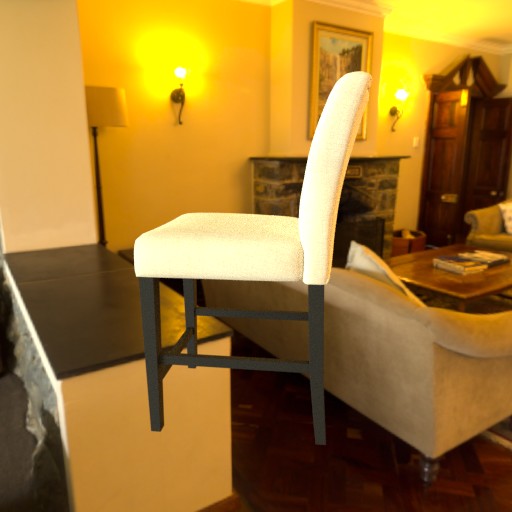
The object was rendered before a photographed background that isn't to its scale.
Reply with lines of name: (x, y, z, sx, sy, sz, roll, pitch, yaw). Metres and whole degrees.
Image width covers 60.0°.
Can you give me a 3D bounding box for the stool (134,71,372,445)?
stool: (0.000, 0.000, 1.341, 0.603, 0.972, 0.514, 2, 13, 7)
